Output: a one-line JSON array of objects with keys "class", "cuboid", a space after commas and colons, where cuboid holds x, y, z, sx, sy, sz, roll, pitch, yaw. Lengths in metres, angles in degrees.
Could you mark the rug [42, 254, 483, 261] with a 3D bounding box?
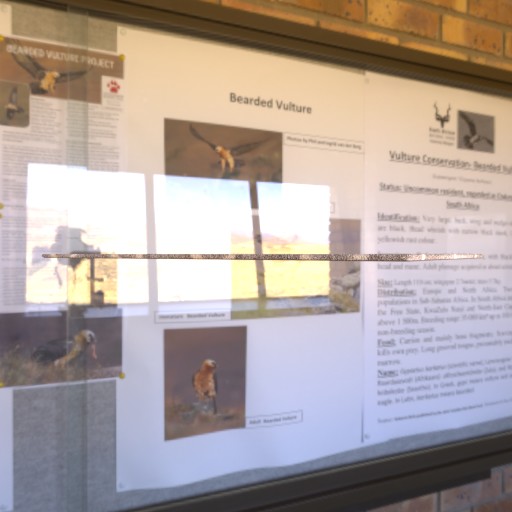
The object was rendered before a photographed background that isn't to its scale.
[{"class": "rug", "cuboid": [0.000, 0.000, 2.784, 2.348, 0.025, 1.501, 0, 0, 36]}]
